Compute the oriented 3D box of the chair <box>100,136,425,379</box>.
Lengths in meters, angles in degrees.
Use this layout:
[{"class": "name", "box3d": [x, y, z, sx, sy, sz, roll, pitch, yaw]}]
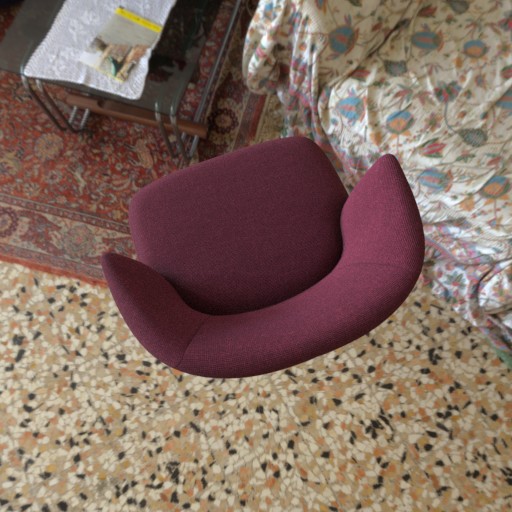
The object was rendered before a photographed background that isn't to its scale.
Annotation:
[{"class": "chair", "box3d": [0.000, 0.000, 1.288, 0.700, 0.760, 0.660, -20, 75, -6]}]
